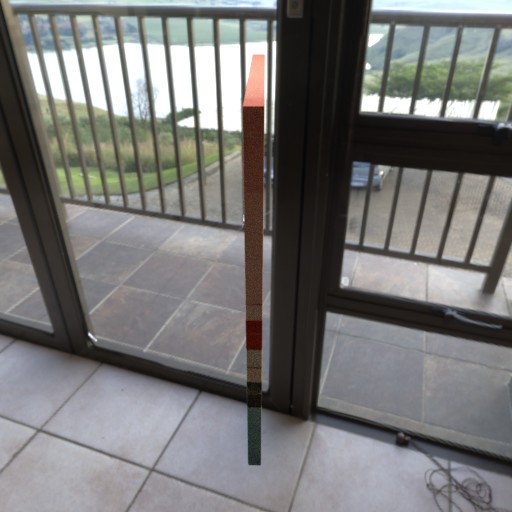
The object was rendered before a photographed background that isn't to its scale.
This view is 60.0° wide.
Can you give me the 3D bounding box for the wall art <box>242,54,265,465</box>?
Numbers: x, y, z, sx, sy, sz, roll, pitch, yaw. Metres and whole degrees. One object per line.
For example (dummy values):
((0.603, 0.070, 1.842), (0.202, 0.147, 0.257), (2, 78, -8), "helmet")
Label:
((0.000, 0.000, 1.184), (0.038, 0.914, 0.610), (1, 31, 1), "wall art")
